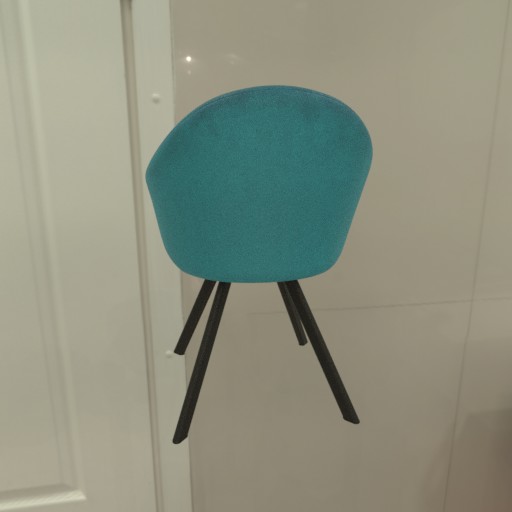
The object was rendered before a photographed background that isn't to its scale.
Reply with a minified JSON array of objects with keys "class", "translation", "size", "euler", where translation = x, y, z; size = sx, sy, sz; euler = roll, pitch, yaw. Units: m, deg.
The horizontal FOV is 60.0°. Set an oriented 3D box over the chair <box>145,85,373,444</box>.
[{"class":"chair","translation":[0.000,0.000,1.156],"size":[0.540,0.780,0.570],"euler":[-2,15,-9]}]
